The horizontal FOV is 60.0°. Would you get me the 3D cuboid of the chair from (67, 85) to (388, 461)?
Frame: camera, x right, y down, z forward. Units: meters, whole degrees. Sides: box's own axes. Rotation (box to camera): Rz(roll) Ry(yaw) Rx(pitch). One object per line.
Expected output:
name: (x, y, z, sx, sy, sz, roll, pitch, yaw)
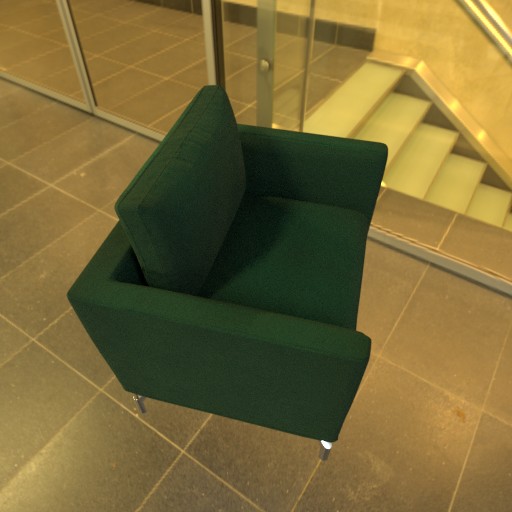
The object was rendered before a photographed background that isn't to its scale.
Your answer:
chair: (0.000, 0.000, 1.693, 0.852, 0.997, 1.047, 10, 47, 10)
